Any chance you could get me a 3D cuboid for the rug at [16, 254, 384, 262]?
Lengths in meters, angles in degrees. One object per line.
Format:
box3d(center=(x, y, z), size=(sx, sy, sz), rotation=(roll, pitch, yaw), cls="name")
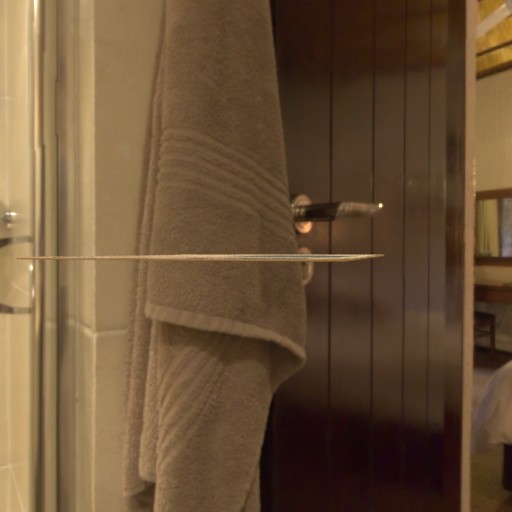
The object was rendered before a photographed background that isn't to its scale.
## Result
box3d(center=(0.000, 0.000, 2.959), size=(1.521, 0.015, 2.436), rotation=(0, 1, 19), cls="rug")
